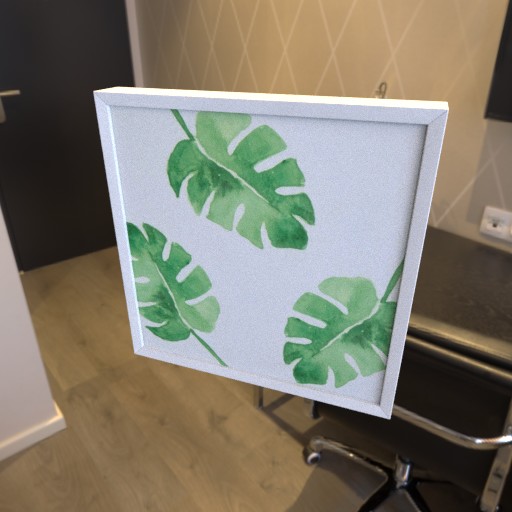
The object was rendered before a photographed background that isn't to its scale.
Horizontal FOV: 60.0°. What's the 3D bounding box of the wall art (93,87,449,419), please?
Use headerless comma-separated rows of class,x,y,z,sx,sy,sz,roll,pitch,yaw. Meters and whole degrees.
wall art,0.000,0.000,0.446,0.305,0.305,0.038,9,28,18
